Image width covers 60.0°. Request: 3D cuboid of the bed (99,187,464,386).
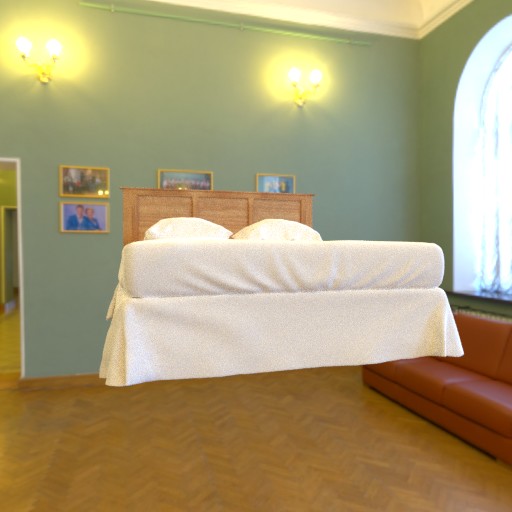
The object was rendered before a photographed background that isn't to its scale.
[{"bbox_3d":[0.000,0.000,3.494,2.317,1.270,2.215,0,1,-17],"label":"bed"}]
